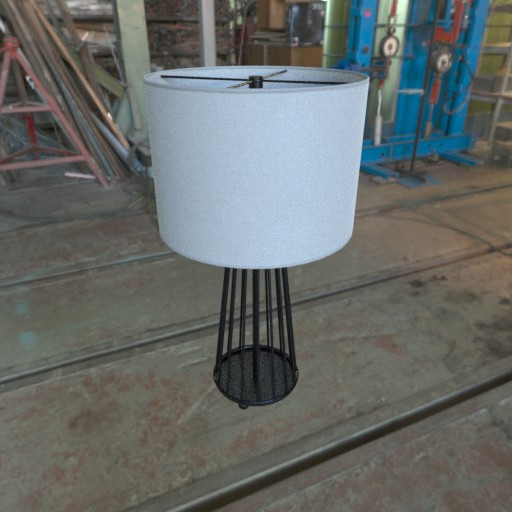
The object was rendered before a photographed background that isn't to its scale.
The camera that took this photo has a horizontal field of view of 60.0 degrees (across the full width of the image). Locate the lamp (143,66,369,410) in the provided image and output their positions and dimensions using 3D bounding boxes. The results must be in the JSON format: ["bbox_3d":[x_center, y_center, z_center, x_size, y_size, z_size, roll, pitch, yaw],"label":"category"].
[{"bbox_3d":[0.000,0.000,0.780,0.322,0.593,0.322,9,29,17],"label":"lamp"}]
